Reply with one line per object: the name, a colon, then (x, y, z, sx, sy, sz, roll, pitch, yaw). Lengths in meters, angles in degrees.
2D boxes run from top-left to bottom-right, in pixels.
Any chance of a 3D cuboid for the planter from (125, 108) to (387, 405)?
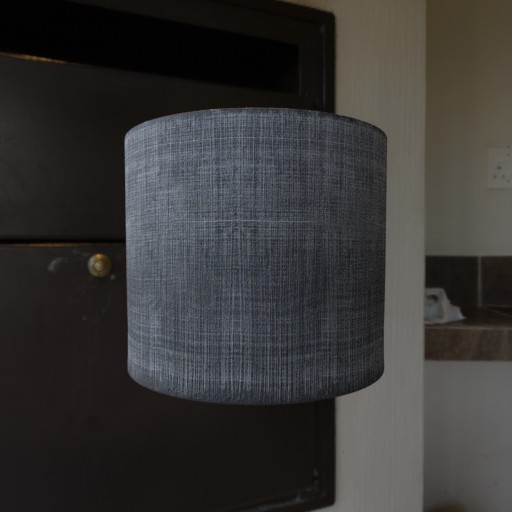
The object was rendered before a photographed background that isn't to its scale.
planter: (0.000, 0.000, 0.450, 0.254, 0.221, 0.254, 0, 1, 0)
